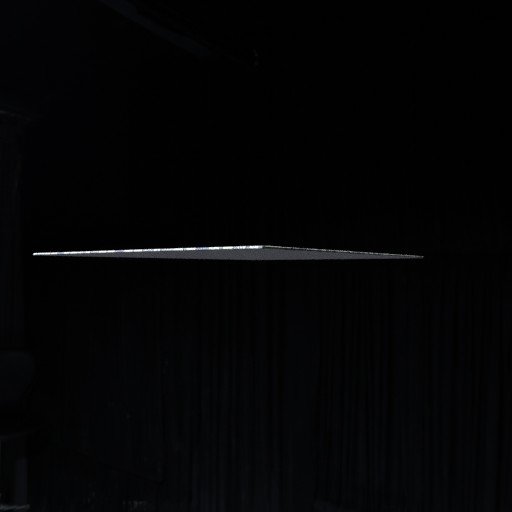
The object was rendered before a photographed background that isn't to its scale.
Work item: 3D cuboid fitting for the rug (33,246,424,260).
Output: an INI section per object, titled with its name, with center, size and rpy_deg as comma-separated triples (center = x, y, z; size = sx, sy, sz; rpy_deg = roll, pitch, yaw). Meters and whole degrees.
[rug]
center = 0.000, 0.000, 3.076
size = 1.676, 0.013, 2.261
rpy_deg = -1, -2, 36
